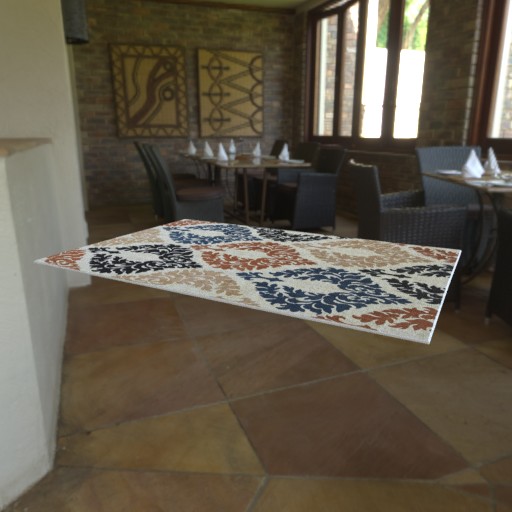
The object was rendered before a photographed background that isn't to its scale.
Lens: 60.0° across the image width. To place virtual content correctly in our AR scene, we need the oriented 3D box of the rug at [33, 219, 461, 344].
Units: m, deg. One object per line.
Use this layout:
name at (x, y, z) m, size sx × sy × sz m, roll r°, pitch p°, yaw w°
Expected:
rug at (0.000, 0.000, 2.810) m, size 2.275 × 0.014 × 1.514 m, roll 8°, pitch 18°, yaw 27°
